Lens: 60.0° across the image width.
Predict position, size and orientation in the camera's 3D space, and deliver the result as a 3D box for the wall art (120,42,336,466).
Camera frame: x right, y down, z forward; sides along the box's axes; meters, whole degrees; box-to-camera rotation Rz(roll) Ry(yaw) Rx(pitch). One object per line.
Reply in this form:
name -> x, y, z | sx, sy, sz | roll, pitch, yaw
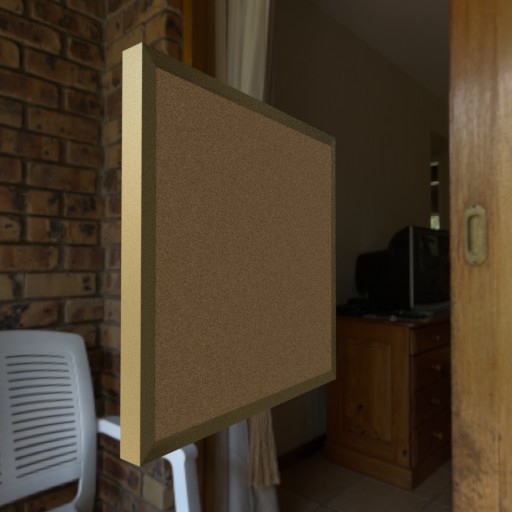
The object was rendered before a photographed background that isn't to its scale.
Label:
wall art -> 0.000, 0.000, 0.744 | 0.038, 0.508, 0.507 | -1, -1, 37
